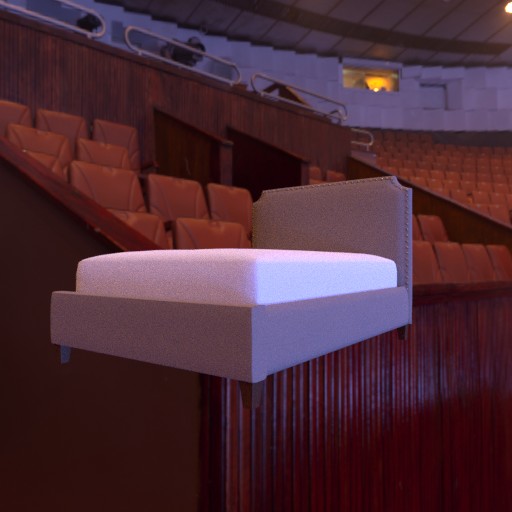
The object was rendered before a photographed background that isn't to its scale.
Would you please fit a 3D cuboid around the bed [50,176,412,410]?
[{"bbox_3d":[0.000,0.000,3.433,1.713,1.443,2.372,-1,-1,36],"label":"bed"}]
